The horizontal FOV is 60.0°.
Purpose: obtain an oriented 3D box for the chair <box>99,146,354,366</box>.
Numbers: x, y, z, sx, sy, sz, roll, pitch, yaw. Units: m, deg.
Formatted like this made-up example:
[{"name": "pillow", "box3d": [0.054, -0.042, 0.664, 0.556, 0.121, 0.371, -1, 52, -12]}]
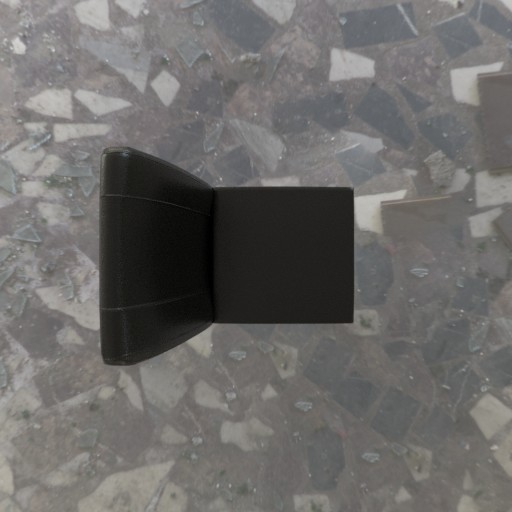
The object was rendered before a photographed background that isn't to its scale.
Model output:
[{"name": "chair", "box3d": [0.000, 0.000, 1.215, 0.556, 0.897, 0.399, 0, 90, 0]}]
